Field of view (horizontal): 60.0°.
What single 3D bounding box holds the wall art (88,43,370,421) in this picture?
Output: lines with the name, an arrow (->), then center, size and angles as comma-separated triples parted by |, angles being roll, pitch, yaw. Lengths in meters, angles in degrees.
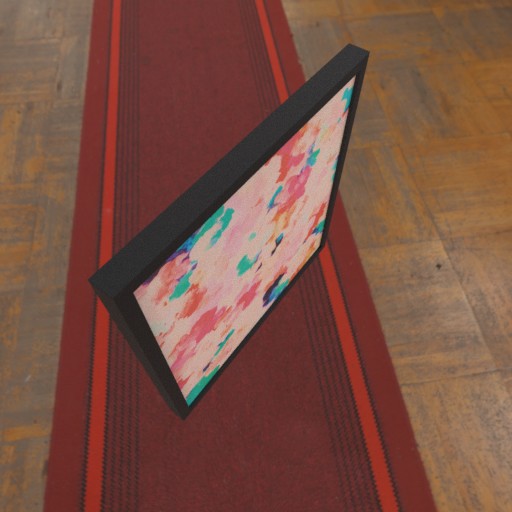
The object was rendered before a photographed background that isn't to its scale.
wall art -> 0.000, 0.000, 0.752 | 0.036, 0.503, 0.506 | 32, 63, 19
